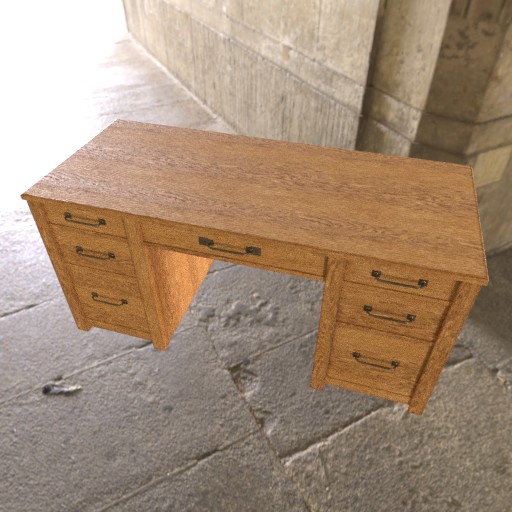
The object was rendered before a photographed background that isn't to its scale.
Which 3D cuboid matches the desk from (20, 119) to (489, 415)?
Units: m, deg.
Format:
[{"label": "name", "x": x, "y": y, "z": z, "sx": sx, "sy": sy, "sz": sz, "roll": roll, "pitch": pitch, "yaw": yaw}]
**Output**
[{"label": "desk", "x": 0.000, "y": 0.000, "z": 1.903, "sx": 1.567, "sy": 0.751, "sz": 0.685, "roll": 11, "pitch": 42, "yaw": 12}]
